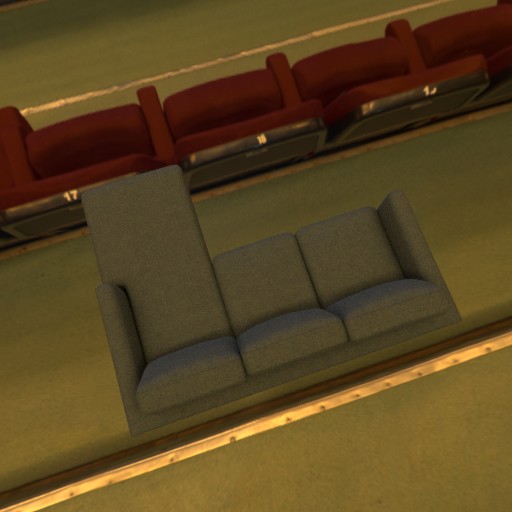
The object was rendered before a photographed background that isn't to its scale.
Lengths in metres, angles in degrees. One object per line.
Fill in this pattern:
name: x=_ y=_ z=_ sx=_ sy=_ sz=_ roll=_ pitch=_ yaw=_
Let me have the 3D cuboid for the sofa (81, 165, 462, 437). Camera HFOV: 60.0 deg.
sofa: x=0.000 y=0.000 z=2.978 sx=2.055 sy=0.957 sz=1.667 roll=-18 pitch=76 yaw=-5
